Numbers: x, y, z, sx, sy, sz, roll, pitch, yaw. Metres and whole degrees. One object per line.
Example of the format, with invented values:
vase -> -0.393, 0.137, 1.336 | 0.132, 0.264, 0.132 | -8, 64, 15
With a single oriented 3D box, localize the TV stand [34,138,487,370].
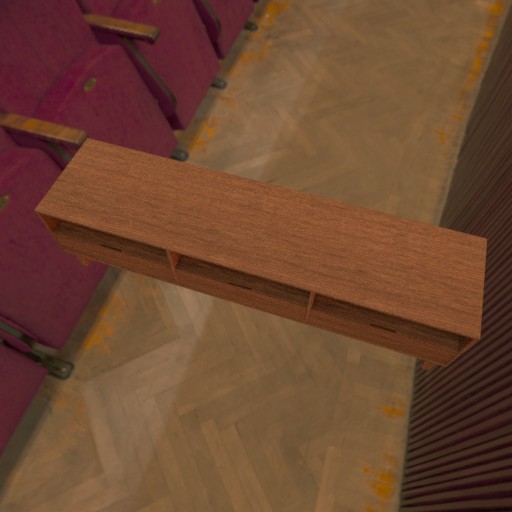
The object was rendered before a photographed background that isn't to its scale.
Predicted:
TV stand -> 0.000, 0.000, 1.664 | 1.482, 0.409, 0.366 | 16, 60, 9
